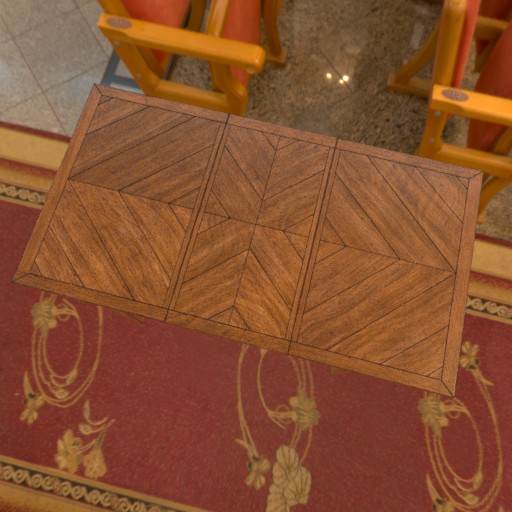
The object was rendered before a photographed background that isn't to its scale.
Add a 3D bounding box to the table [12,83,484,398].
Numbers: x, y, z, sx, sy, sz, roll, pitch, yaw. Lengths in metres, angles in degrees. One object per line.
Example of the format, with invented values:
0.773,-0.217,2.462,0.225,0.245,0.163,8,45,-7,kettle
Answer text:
0.000,0.000,1.816,1.400,0.760,0.757,14,75,4,table
